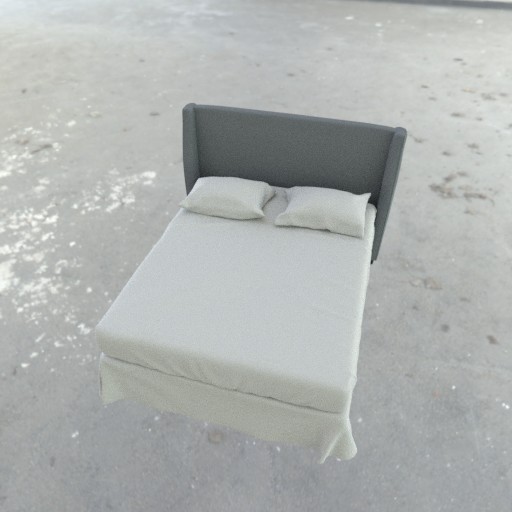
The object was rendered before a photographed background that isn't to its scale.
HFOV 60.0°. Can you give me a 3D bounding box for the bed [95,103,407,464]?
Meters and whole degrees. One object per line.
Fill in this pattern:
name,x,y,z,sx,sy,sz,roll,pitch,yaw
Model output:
bed,0.000,0.000,3.379,1.925,1.332,2.276,10,42,12
